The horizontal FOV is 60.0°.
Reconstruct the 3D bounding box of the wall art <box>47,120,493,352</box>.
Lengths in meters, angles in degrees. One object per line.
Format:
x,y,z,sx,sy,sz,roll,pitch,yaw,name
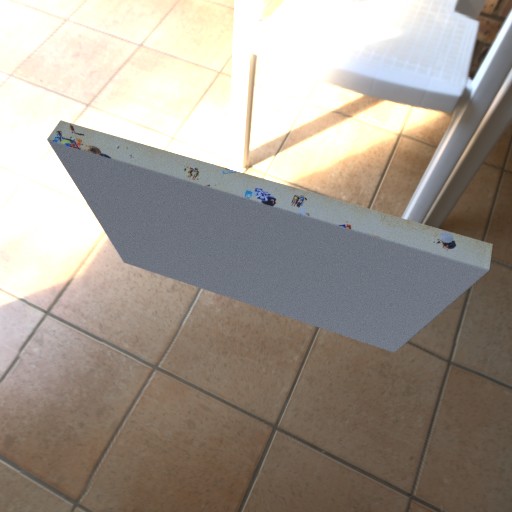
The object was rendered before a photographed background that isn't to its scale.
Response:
0.000,0.000,1.124,0.894,0.595,0.057,17,65,8,wall art
